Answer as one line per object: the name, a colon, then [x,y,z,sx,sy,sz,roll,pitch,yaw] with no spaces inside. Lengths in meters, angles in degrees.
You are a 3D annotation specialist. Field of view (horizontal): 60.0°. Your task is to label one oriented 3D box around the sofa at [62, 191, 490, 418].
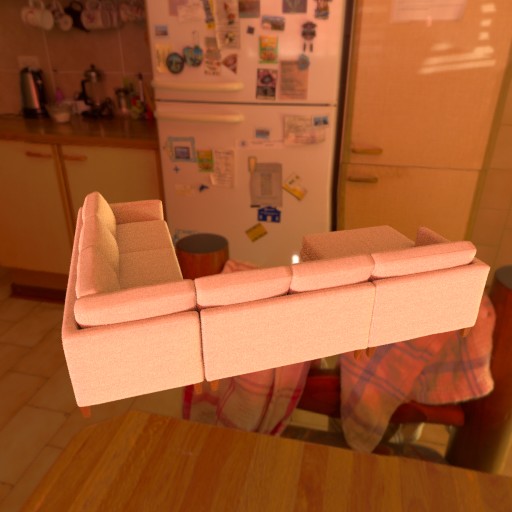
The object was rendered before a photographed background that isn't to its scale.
sofa: [0.000,0.000,4.527,3.460,0.961,2.594,-8,28,-15]
